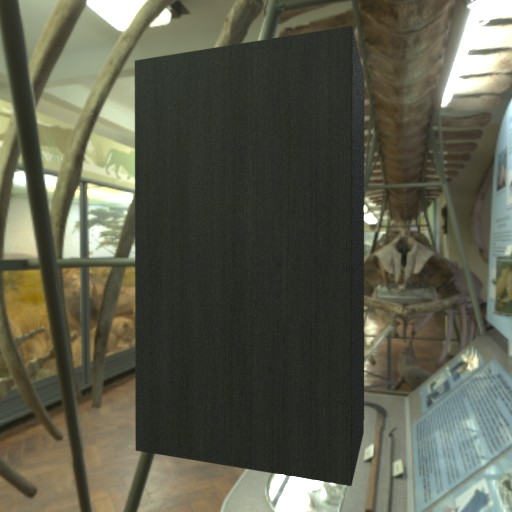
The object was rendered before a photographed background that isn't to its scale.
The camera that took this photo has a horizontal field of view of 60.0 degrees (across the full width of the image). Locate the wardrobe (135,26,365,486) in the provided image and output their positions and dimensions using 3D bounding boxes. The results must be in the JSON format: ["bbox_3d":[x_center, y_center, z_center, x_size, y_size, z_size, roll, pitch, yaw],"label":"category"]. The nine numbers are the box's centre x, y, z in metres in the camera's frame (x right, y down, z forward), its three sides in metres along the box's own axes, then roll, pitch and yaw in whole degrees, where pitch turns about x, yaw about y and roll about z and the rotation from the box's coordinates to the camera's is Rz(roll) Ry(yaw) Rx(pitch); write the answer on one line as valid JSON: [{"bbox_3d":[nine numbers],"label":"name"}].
[{"bbox_3d":[0.000,0.000,2.170,0.991,1.808,0.577,0,1,19],"label":"wardrobe"}]
